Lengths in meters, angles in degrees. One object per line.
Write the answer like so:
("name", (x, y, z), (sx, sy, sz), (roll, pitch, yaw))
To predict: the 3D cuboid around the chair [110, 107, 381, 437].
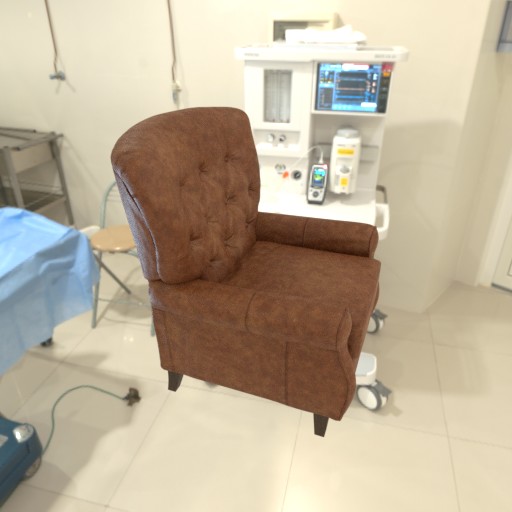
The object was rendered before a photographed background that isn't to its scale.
("chair", (0.000, 0.000, 1.965), (1.059, 1.164, 0.951), (10, 30, 18))
